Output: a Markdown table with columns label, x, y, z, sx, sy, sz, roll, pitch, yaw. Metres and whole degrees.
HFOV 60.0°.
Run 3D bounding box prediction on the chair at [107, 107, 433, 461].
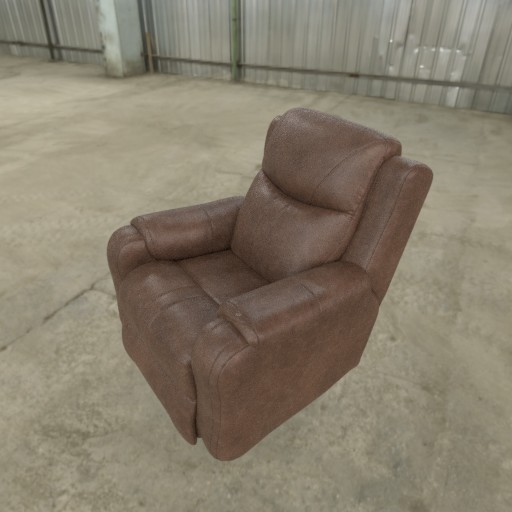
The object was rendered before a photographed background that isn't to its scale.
| label | x | y | z | sx | sy | sz | roll | pitch | yaw |
| --- | --- | --- | --- | --- | --- | --- | --- | --- | --- |
| chair | 0.000 | 0.000 | 1.806 | 1.067 | 0.990 | 0.940 | -21 | 39 | -29 |
